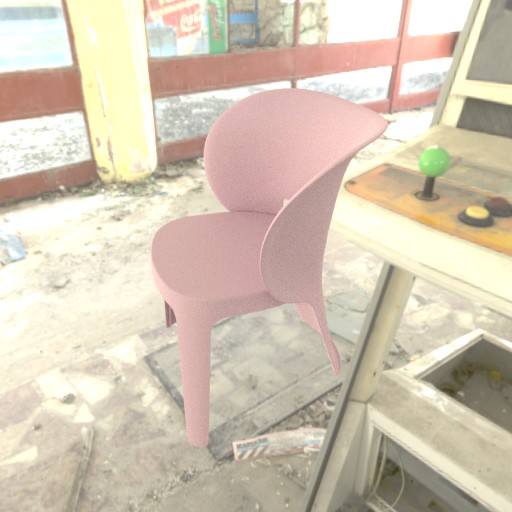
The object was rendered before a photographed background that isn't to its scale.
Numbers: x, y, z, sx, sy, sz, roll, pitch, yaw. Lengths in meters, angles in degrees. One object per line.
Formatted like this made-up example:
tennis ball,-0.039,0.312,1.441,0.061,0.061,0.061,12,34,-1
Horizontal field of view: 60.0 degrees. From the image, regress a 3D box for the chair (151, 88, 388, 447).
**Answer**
chair,0.000,0.000,0.869,0.402,0.554,0.451,-9,32,-14
